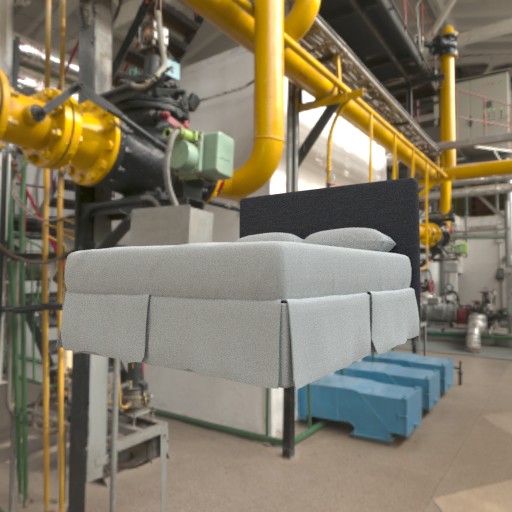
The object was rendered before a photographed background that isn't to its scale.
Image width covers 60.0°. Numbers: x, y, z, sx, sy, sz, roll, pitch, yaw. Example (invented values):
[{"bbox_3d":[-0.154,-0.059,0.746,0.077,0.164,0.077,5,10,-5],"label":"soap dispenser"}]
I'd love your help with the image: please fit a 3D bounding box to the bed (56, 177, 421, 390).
[{"bbox_3d":[0.000,0.000,3.321,1.884,1.330,2.142,-2,-3,35],"label":"bed"}]
